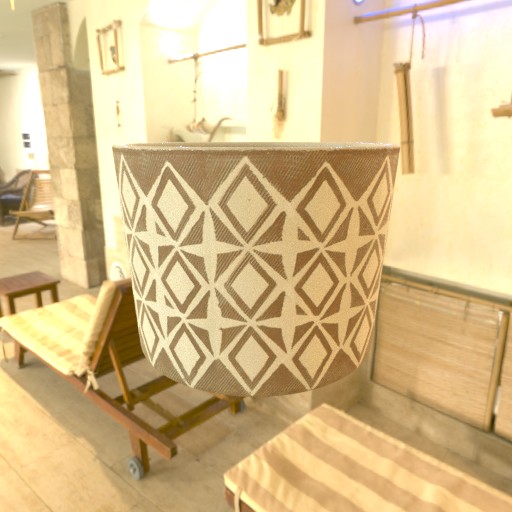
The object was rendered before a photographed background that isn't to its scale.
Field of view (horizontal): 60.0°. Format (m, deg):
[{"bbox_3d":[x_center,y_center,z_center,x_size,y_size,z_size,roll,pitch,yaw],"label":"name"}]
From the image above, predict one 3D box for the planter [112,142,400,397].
[{"bbox_3d":[0.000,0.000,0.447,0.260,0.220,0.260,0,15,0],"label":"planter"}]
